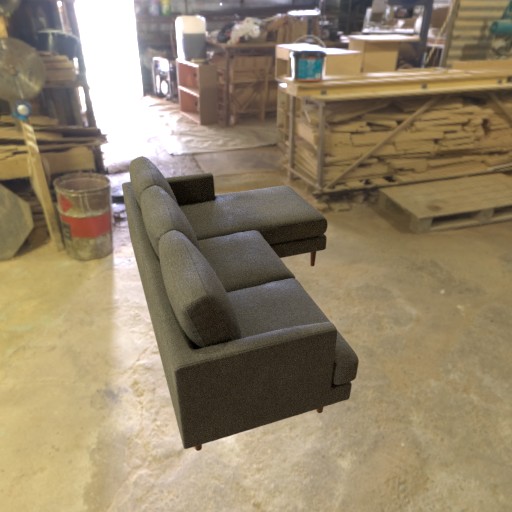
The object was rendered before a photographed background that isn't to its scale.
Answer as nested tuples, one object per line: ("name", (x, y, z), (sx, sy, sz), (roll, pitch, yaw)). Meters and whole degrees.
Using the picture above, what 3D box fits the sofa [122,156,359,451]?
("sofa", (0.000, 0.000, 3.008), (1.504, 0.956, 2.233), (-10, 32, -17))
